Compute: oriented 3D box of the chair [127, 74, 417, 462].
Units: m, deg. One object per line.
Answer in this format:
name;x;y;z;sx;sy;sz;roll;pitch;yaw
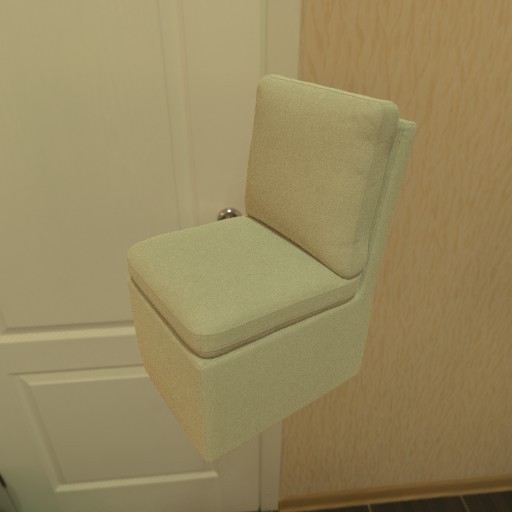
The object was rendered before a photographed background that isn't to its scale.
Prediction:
chair;0.000;0.000;1.331;0.698;0.927;0.503;-20;36;-29
